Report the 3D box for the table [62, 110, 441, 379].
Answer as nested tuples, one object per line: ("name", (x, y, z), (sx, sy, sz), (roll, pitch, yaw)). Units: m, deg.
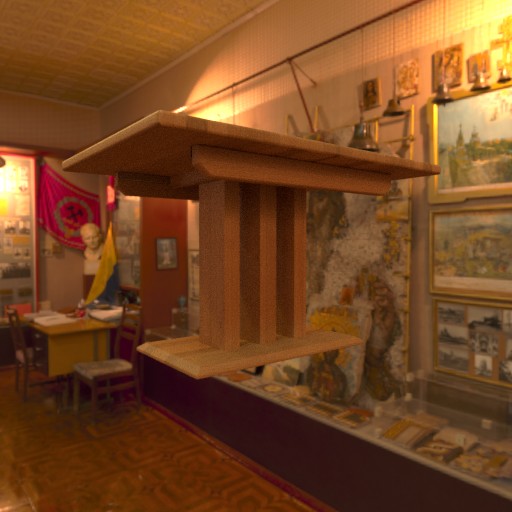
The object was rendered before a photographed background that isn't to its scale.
("table", (0.000, 0.000, 1.852), (1.300, 0.770, 0.900), (-1, 2, -38))
